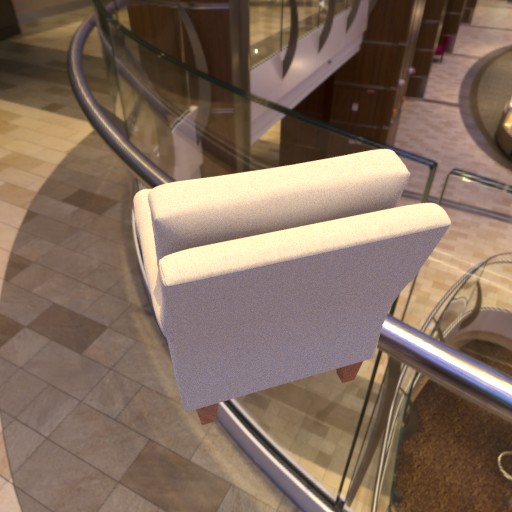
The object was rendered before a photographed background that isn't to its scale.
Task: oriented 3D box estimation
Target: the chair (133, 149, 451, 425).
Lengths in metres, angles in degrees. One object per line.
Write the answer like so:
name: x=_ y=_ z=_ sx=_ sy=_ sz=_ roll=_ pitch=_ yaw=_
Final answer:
chair: x=0.000 y=0.000 z=1.828 sx=0.895 sy=1.076 sz=1.078 roll=-12 pitch=41 yaw=-14
